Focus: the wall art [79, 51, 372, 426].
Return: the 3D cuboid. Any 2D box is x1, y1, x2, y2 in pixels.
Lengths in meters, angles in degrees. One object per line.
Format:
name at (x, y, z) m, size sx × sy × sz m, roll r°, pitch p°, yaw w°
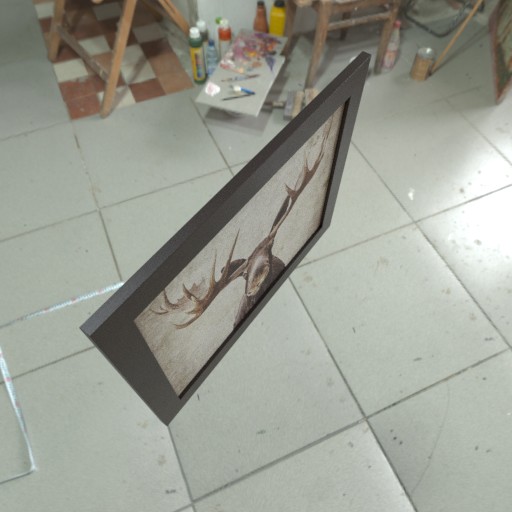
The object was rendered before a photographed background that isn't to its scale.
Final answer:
wall art at (0.000, 0.000, 1.593) m, size 0.034 × 0.952 × 1.207 m, roll 33°, pitch 64°, yaw 18°
